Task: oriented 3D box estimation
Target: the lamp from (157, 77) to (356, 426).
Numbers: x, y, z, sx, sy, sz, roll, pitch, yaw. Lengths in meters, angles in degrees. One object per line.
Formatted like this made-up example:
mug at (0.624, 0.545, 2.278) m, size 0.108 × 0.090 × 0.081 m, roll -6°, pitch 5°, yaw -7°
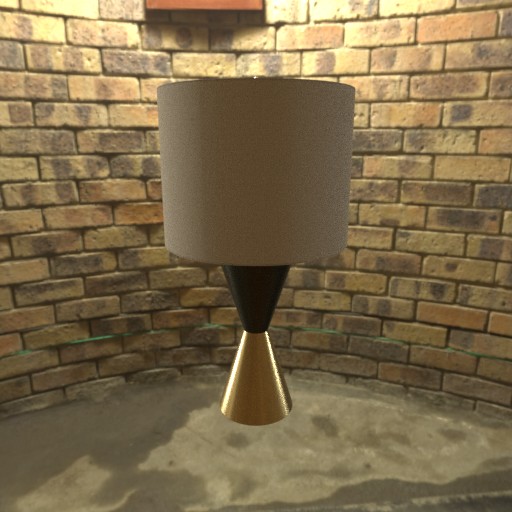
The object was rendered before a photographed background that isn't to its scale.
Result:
lamp at (0.000, 0.000, 0.761) m, size 0.304 × 0.573 × 0.304 m, roll -14°, pitch 20°, yaw -42°
